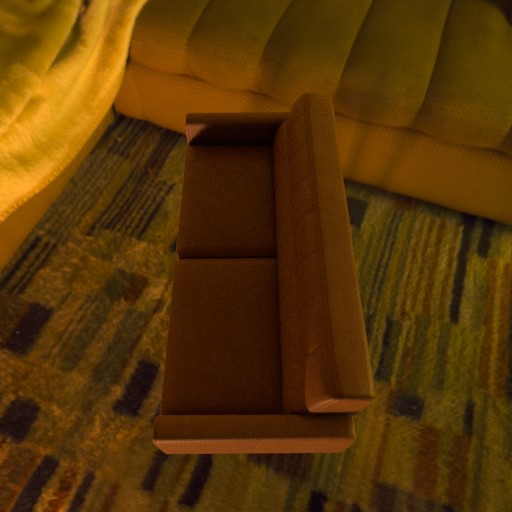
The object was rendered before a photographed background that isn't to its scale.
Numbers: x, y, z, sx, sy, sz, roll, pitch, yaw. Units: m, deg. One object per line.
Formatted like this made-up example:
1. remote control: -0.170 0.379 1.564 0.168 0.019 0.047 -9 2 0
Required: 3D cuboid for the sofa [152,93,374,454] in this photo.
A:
1. sofa: 0.000 0.000 2.659 0.980 0.892 2.137 0 59 0
